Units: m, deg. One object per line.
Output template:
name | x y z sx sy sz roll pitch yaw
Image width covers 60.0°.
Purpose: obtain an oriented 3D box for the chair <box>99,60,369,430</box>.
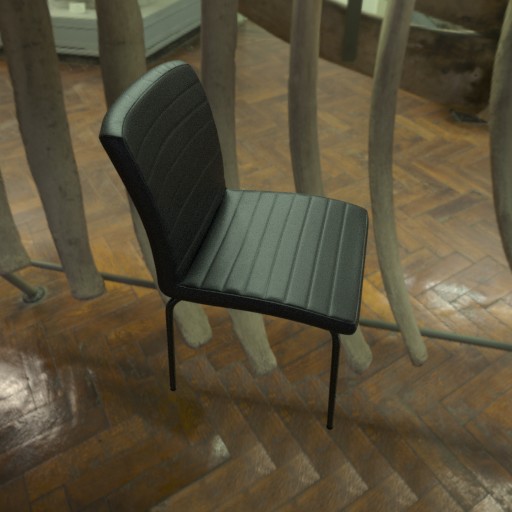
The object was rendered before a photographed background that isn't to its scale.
chair | 0.000 0.000 1.191 0.572 0.872 0.450 10 45 10
